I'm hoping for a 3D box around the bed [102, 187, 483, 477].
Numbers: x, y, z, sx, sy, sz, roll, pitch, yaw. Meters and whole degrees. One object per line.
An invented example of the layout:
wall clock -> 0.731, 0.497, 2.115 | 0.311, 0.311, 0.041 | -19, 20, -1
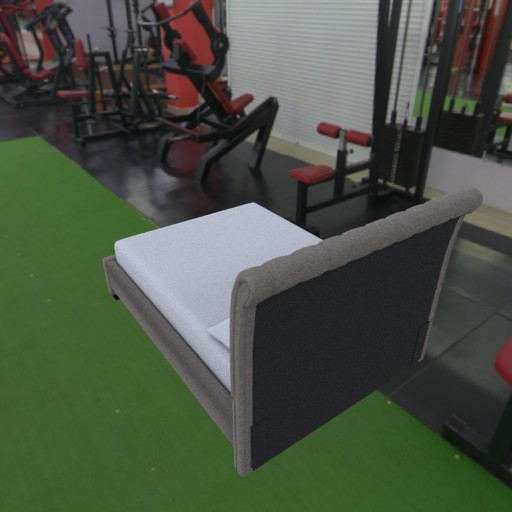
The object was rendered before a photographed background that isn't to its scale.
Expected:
bed -> 0.000, 0.000, 3.264 | 1.645, 1.371, 2.252 | -20, 35, -30
